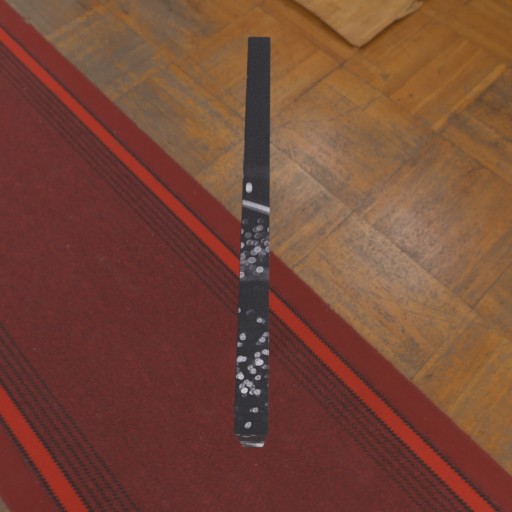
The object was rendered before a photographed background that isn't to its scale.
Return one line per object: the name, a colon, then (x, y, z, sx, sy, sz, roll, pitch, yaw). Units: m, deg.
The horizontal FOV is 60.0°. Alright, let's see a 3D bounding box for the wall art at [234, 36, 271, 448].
wall art: (0.000, 0.000, 0.784, 0.037, 0.406, 0.609, 1, 65, 0)
